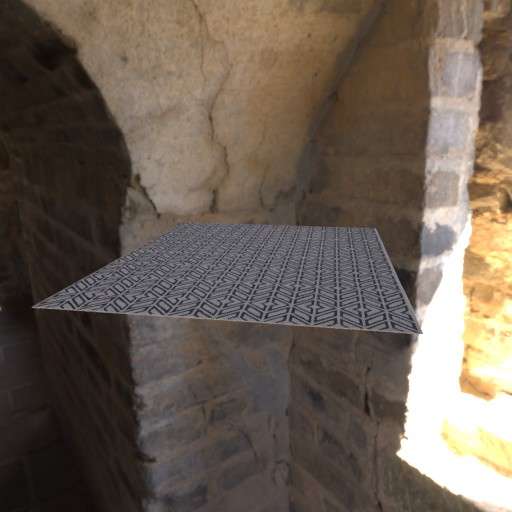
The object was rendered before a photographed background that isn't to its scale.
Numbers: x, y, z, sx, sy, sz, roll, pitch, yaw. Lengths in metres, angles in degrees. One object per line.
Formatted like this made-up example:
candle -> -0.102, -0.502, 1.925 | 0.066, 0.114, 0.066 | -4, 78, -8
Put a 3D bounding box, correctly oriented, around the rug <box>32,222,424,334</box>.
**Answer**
rug -> 0.000, 0.000, 4.115 | 2.421, 0.008, 3.045 | 3, 15, 9
